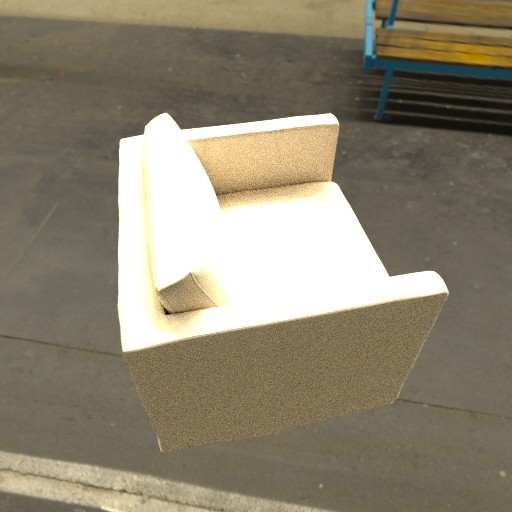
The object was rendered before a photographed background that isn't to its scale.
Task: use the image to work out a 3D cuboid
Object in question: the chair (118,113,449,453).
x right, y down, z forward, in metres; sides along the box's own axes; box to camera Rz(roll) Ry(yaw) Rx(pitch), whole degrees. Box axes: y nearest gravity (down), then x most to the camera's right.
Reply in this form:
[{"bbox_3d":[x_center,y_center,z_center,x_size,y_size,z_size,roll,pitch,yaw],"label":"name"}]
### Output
[{"bbox_3d":[0.000,0.000,1.726,0.947,0.851,1.057,-9,47,-8],"label":"chair"}]
